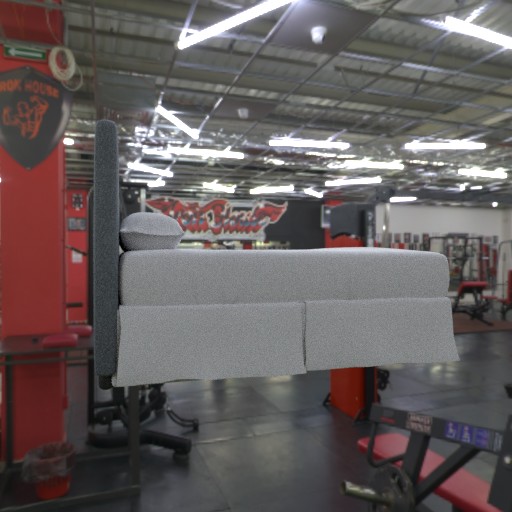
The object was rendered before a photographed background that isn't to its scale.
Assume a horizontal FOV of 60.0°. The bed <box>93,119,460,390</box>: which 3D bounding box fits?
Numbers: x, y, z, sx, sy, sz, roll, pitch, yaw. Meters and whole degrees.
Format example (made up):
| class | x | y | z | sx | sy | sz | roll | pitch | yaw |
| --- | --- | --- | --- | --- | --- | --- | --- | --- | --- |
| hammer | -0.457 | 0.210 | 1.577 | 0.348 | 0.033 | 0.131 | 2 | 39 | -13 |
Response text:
| class | x | y | z | sx | sy | sz | roll | pitch | yaw |
| --- | --- | --- | --- | --- | --- | --- | --- | --- | --- |
| bed | 0.000 | 0.000 | 3.194 | 2.142 | 1.330 | 1.713 | 0 | 0 | -17 |
